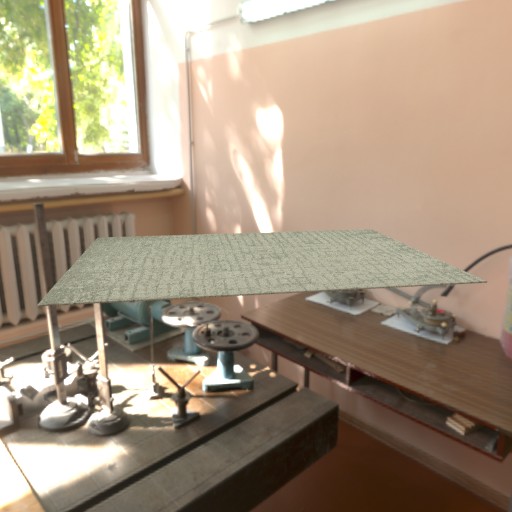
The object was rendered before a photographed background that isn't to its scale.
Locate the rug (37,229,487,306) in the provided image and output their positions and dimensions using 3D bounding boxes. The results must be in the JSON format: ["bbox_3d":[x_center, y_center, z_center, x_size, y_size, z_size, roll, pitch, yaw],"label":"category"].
[{"bbox_3d":[0.000,0.000,2.347,1.827,0.007,1.211,-2,14,-9],"label":"rug"}]
